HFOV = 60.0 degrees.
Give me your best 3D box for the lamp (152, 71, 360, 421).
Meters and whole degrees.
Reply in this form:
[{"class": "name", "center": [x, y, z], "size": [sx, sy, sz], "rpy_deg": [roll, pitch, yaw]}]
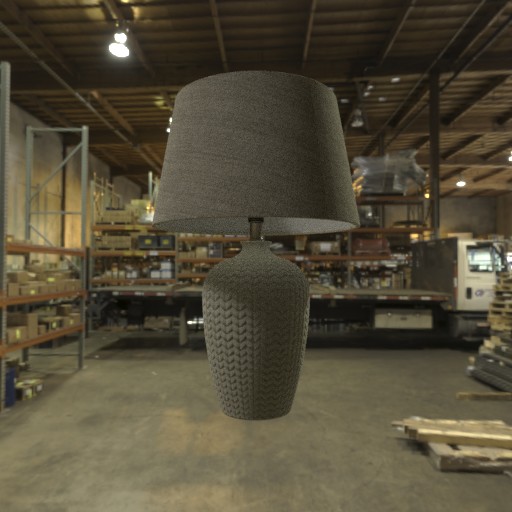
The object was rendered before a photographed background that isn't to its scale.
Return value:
[{"class": "lamp", "center": [0.000, 0.000, 0.849], "size": [0.390, 0.580, 0.390], "rpy_deg": [0, -1, 0]}]
